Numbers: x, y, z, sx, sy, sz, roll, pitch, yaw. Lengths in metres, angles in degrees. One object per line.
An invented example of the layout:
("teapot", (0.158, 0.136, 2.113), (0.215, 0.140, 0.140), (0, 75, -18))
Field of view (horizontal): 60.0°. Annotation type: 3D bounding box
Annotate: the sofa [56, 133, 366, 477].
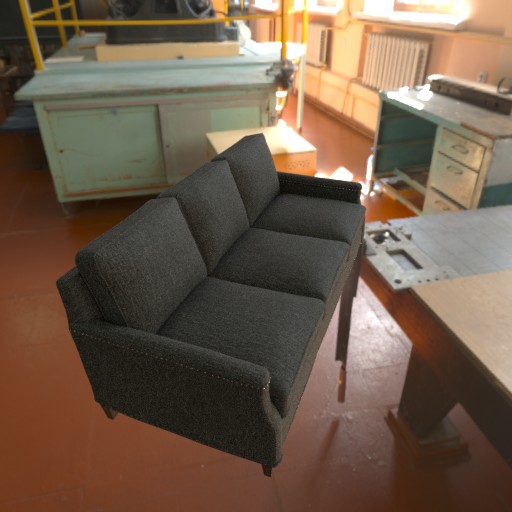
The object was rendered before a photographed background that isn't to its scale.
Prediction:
("sofa", (0.000, 0.000, 2.816), (1.084, 1.003, 2.246), (11, 33, 18))
